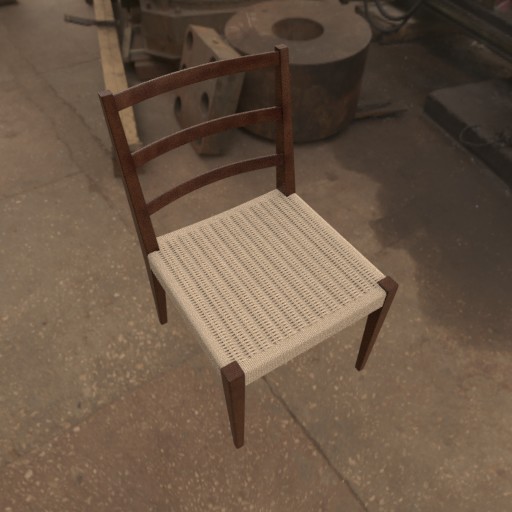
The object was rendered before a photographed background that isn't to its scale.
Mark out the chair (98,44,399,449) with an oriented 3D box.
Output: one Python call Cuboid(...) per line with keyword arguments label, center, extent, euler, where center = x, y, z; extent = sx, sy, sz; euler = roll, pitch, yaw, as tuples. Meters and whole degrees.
Cuboid(label="chair", center=(0.000, 0.000, 1.154), extent=(0.480, 0.813, 0.551), euler=(-25, 52, -21))
